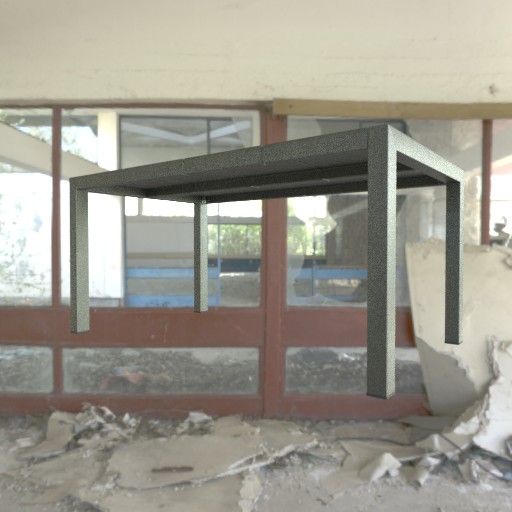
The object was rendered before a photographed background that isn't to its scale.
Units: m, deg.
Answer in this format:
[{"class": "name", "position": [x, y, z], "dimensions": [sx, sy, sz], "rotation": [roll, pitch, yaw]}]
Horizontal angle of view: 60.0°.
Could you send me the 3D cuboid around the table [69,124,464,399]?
[{"class": "table", "position": [0.000, 0.000, 1.247], "dimensions": [0.965, 0.460, 0.559], "rotation": [1, 2, 37]}]
